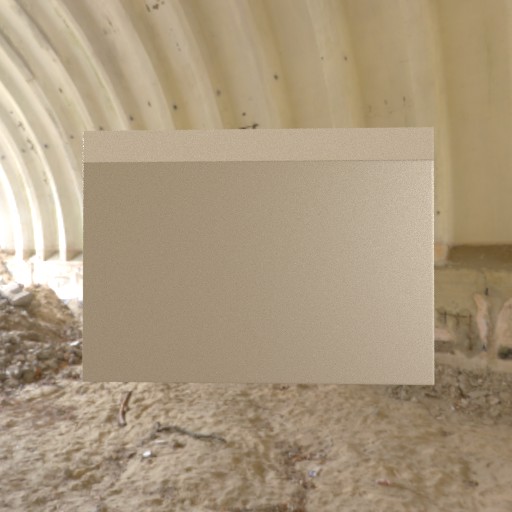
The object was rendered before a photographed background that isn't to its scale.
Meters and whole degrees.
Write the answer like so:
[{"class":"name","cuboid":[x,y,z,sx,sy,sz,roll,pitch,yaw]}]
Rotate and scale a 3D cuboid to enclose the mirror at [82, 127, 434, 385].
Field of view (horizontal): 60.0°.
[{"class":"mirror","cuboid":[0.000,0.000,1.112,0.870,0.630,0.030,0,-1,2]}]
